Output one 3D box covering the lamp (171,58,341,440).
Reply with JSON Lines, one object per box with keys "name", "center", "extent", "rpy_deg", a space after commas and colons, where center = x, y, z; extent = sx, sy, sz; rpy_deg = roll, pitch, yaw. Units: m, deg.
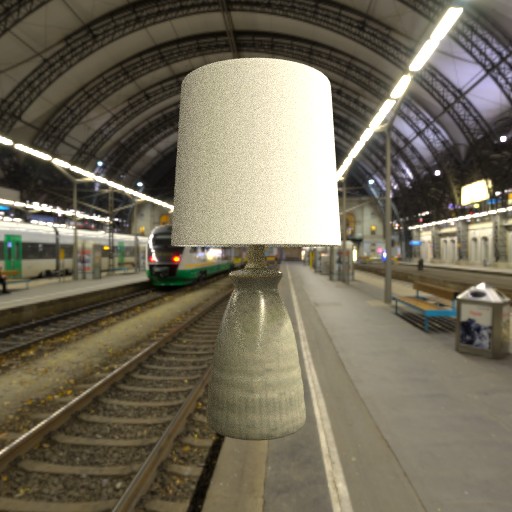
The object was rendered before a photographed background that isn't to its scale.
{"name": "lamp", "center": [0.000, 0.000, 0.495], "extent": [0.186, 0.369, 0.186], "rpy_deg": [0, 0, 0]}
